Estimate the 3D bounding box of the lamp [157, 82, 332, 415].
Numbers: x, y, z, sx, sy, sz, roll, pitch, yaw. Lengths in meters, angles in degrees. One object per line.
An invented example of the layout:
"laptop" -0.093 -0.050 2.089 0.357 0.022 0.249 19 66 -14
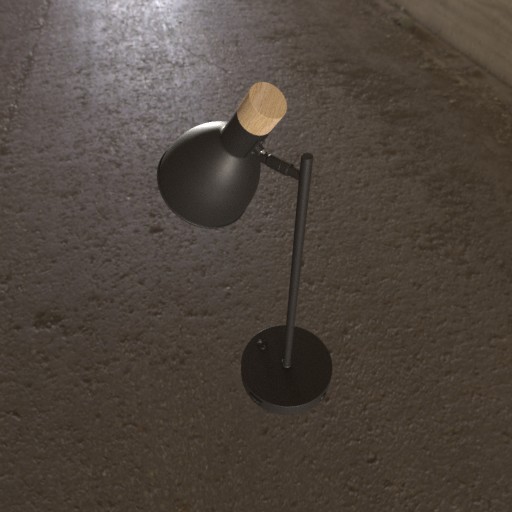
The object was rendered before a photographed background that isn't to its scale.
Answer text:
"lamp" 0.000 0.000 0.602 0.287 0.483 0.152 33 55 27
